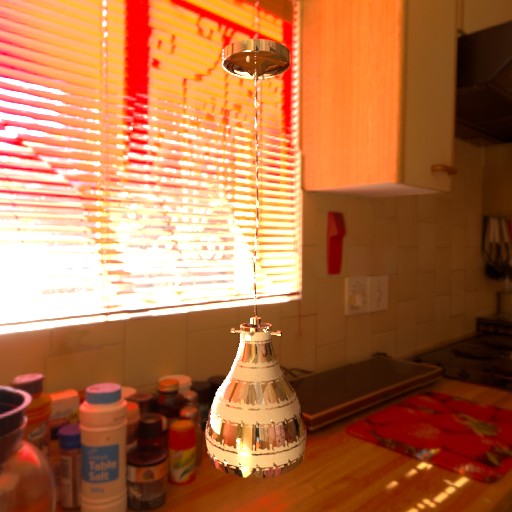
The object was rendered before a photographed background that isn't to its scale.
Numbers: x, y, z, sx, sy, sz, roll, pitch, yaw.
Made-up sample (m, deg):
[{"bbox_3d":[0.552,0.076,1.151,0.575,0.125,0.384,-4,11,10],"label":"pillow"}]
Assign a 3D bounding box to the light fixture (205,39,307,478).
[{"bbox_3d":[0.000,0.000,1.622,0.374,1.457,0.374,0,1,18],"label":"light fixture"}]
